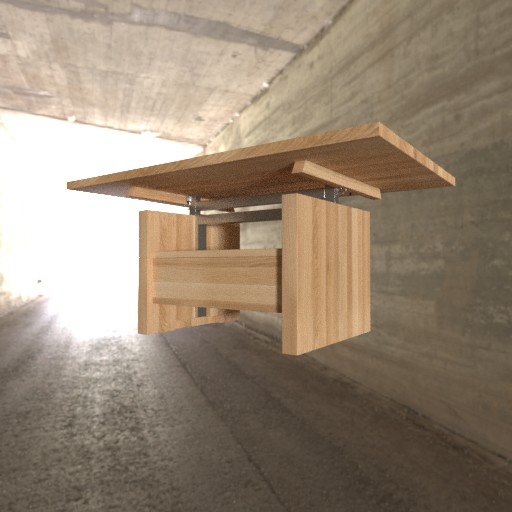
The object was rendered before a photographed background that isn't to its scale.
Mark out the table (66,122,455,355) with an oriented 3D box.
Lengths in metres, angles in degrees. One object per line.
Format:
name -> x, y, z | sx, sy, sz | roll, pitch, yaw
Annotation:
table -> 0.000, 0.000, 1.478 | 1.100, 0.510, 0.700 | -1, -1, 35
